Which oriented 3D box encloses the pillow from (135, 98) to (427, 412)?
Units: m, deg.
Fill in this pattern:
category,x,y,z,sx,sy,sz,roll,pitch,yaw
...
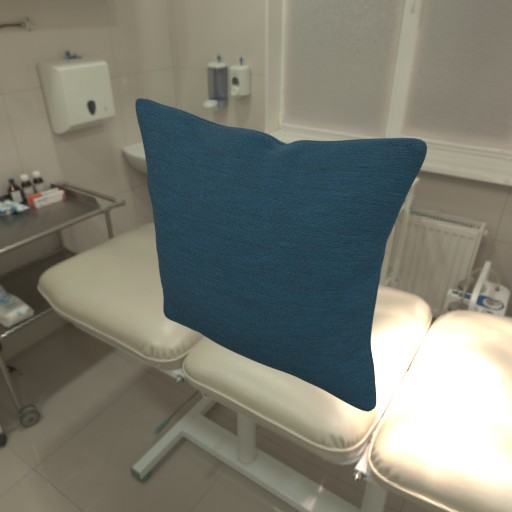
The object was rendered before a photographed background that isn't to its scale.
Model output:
category,x,y,z,sx,sy,sz,roll,pitch,yaw
pillow,0.000,0.000,0.673,0.437,0.420,0.177,18,35,29
